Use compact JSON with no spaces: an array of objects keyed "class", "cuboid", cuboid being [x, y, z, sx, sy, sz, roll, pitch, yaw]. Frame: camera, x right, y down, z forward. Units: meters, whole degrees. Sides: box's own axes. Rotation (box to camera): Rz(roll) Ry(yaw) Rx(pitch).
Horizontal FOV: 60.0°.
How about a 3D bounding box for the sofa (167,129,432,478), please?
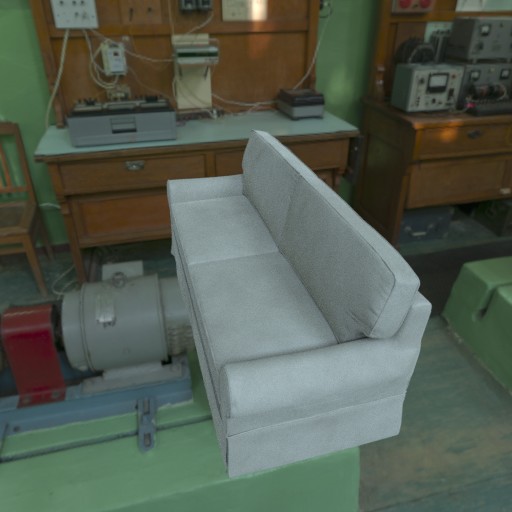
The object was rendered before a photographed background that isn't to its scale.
[{"class":"sofa","cuboid":[0.000,0.000,2.706,0.900,1.014,2.246,-8,33,-13]}]
